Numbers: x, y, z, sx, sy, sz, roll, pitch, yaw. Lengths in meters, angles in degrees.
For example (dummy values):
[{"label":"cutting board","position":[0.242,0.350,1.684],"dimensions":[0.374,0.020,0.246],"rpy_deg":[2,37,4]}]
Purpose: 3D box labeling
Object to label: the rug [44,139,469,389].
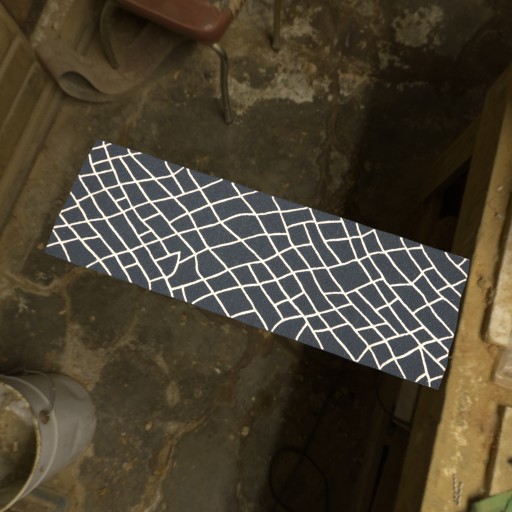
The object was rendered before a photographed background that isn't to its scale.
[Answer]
[{"label":"rug","position":[0.000,0.000,2.677],"dimensions":[2.476,0.010,0.807],"rpy_deg":[19,77,4]}]
